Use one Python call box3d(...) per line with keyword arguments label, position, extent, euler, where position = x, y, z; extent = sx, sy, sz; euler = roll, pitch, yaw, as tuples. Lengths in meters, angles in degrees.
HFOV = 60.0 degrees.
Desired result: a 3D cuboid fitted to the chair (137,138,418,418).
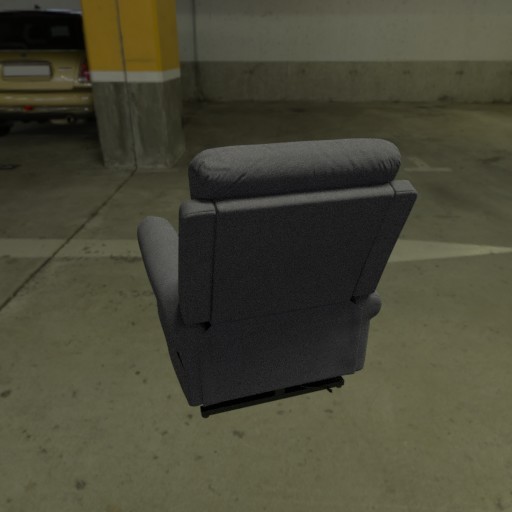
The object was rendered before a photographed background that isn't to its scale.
box3d(label="chair", position=(0.000, 0.000, 1.748), extent=(0.871, 1.031, 0.979), euler=(-8, 27, -15))
